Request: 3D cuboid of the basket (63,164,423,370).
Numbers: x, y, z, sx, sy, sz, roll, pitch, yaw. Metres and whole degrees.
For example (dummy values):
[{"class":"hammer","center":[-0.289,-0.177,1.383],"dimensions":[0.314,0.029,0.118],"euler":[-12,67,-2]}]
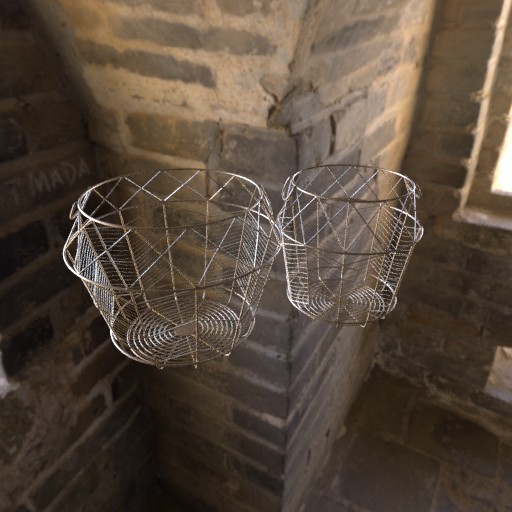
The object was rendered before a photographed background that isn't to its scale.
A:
[{"class":"basket","center":[0.000,0.000,1.026],"dimensions":[0.805,0.343,0.451],"euler":[-8,28,-16]}]
